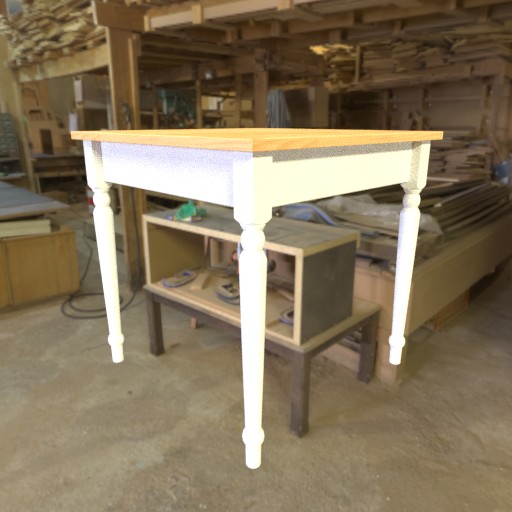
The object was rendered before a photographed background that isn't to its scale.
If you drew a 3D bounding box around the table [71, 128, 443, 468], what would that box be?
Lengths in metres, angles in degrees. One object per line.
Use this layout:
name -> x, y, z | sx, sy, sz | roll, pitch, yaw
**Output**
table -> 0.000, 0.000, 1.363 | 0.747, 0.738, 0.747 | -16, 23, -42
